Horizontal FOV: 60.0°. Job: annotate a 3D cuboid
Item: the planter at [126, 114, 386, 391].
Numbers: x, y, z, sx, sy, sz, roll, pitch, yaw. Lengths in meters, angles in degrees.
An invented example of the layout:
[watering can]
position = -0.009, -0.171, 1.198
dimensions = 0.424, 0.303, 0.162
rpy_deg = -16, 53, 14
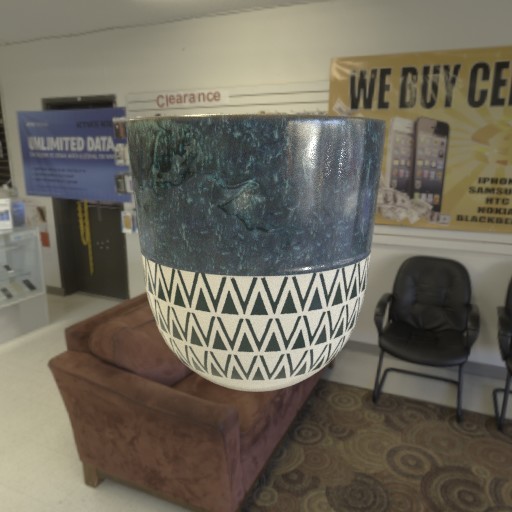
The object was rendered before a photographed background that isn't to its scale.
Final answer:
[planter]
position = 0.000, 0.000, 0.370
dimensions = 0.195, 0.214, 0.195
rpy_deg = 0, 14, 0
